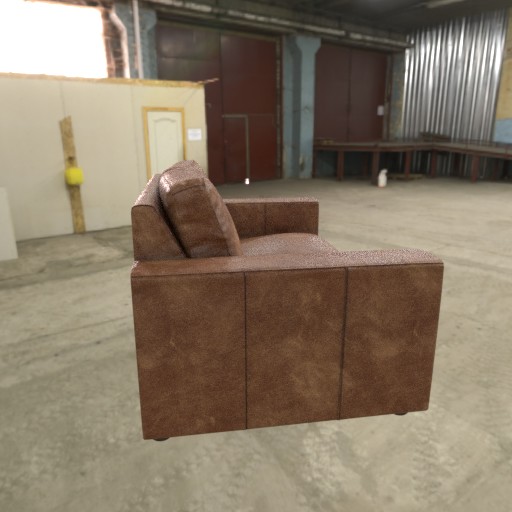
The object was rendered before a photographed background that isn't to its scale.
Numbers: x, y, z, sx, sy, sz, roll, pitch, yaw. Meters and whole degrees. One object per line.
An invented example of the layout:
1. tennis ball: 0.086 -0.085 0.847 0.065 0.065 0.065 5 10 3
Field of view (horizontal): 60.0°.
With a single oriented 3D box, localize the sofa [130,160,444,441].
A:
1. sofa: 0.000 0.000 2.218 1.041 0.889 1.626 -3 15 -9
